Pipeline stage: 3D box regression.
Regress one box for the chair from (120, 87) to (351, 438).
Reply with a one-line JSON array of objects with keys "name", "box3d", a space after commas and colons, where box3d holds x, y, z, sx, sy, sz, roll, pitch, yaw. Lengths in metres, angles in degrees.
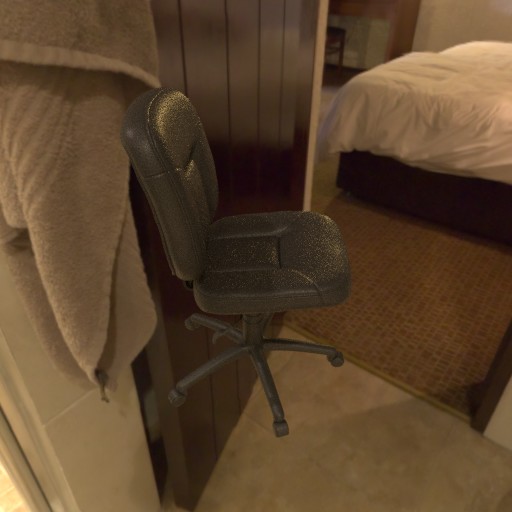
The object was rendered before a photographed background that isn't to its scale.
[{"name": "chair", "box3d": [0.000, 0.000, 1.384, 0.646, 0.959, 0.647, 1, 34, 1]}]
